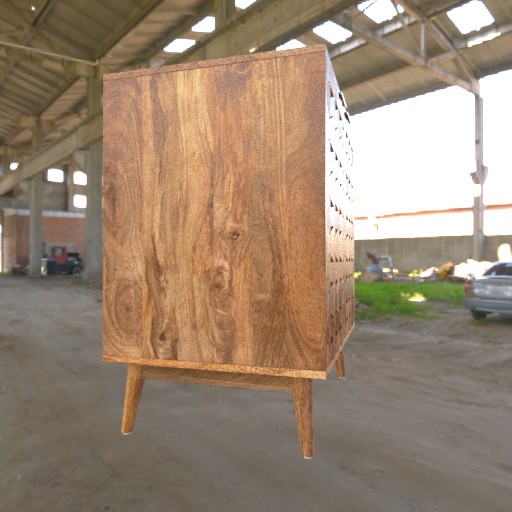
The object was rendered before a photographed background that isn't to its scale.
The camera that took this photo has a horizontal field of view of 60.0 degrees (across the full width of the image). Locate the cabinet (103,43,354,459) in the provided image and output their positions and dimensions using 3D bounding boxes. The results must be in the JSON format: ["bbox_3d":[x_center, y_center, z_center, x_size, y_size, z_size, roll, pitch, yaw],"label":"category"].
[{"bbox_3d":[0.000,0.000,1.167,0.473,0.758,0.647,0,0,17],"label":"cabinet"}]
